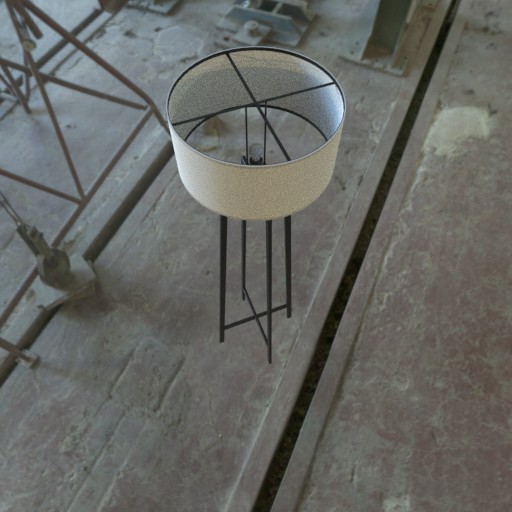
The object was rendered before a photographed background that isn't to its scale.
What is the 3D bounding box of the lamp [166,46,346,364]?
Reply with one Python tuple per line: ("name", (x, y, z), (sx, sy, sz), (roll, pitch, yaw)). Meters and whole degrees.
("lamp", (0.000, 0.000, 1.773), (0.457, 1.510, 0.456), (-18, 60, -11))
